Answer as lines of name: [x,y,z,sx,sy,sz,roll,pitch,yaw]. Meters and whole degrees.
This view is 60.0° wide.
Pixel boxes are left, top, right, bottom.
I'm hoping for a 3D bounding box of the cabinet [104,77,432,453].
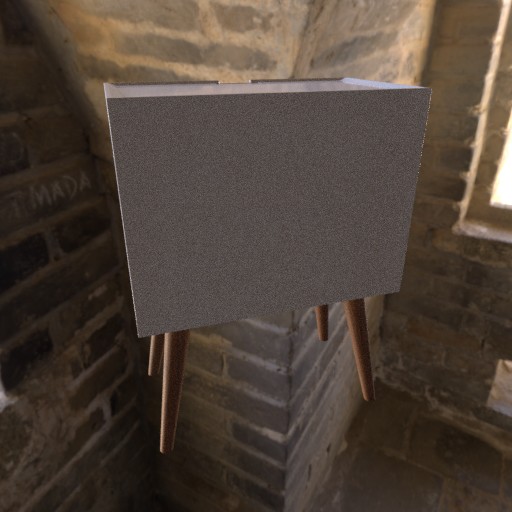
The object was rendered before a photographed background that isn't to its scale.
cabinet: [0.000,0.000,1.068,0.591,0.772,0.344,-8,26,-16]
